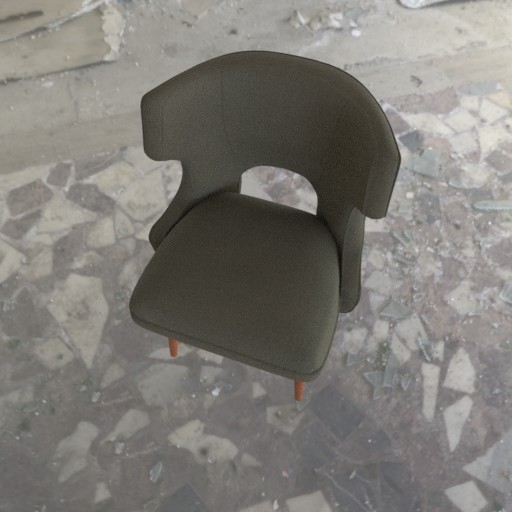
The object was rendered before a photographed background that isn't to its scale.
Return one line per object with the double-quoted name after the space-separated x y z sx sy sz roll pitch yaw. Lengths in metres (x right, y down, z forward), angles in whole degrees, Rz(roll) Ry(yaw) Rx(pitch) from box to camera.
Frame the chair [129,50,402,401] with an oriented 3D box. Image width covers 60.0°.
0.000 0.000 1.224 0.595 0.863 0.581 17 59 10 "chair"
